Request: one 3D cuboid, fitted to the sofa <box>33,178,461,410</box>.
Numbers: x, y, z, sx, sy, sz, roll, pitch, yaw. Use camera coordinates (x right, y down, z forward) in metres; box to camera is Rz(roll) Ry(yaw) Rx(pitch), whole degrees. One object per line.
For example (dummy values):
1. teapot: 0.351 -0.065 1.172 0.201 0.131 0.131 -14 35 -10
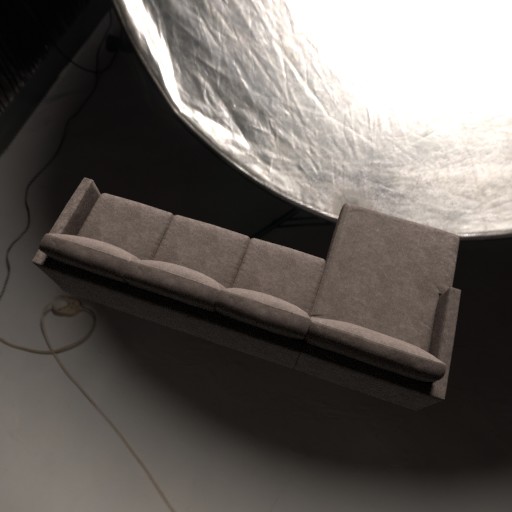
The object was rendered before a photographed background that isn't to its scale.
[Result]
1. sofa: 0.000 0.000 4.031 3.471 0.954 1.606 17 66 8
